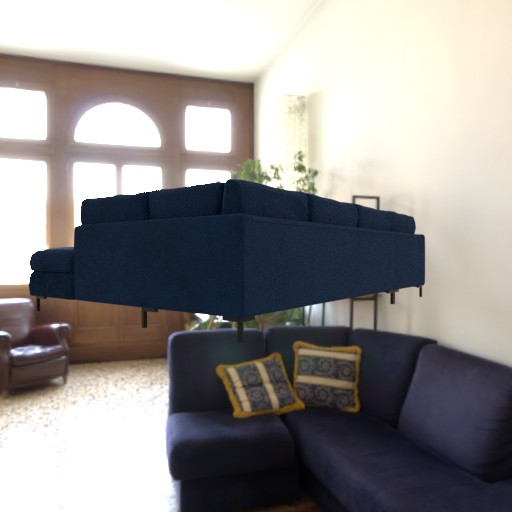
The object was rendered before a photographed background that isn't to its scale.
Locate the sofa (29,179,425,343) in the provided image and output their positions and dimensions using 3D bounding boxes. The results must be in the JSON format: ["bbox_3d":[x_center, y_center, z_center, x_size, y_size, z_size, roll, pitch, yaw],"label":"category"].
[{"bbox_3d":[0.000,0.000,3.236,1.707,0.687,2.486,0,0,37],"label":"sofa"}]
